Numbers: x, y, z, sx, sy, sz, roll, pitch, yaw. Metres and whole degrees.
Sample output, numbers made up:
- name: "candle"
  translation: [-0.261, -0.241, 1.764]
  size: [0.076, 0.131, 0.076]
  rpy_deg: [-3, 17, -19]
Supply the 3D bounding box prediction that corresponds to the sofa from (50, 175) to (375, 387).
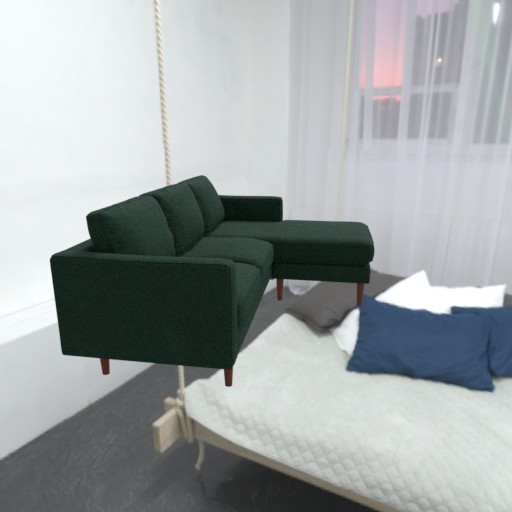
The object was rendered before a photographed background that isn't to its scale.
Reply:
- name: "sofa"
  translation: [0.000, 0.000, 2.915]
  size: [1.580, 0.899, 2.030]
  rpy_deg: [3, 16, 9]
